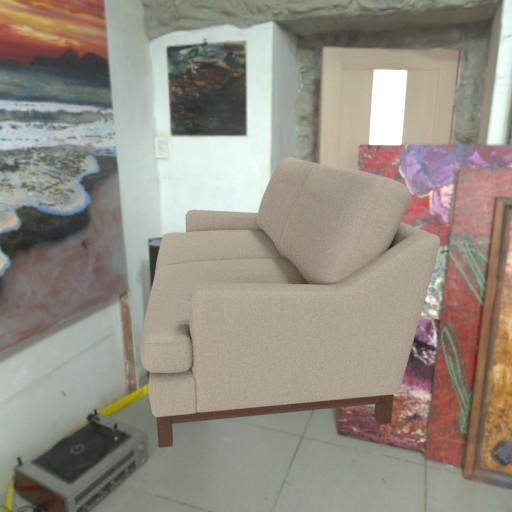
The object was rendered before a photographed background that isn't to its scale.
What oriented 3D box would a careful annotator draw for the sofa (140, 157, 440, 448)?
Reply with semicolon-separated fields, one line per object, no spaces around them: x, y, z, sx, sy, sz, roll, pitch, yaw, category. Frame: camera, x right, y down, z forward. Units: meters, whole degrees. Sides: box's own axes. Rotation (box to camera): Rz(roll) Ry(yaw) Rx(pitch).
0.000;0.000;2.209;1.004;0.910;1.619;-2;15;-9;sofa
